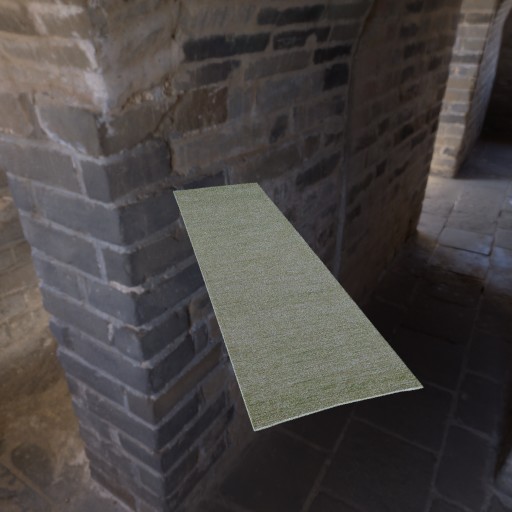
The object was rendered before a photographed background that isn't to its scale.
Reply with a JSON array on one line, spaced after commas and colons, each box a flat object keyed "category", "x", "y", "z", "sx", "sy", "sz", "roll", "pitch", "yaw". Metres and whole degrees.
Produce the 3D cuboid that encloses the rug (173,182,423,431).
[{"category": "rug", "x": 0.000, "y": 0.000, "z": 2.597, "sx": 0.686, "sy": 0.013, "sz": 2.340, "roll": -8, "pitch": 31, "yaw": -14}]
